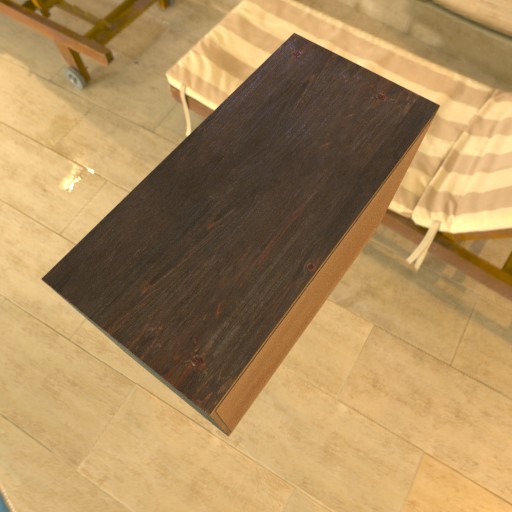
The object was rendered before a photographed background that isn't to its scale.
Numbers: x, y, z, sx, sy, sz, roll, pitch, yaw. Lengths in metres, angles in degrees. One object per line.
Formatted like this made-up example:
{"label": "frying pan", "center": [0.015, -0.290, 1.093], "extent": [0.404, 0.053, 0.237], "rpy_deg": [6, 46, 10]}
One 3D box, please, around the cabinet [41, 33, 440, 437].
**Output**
{"label": "cabinet", "center": [0.000, 0.000, 1.535], "extent": [0.529, 0.897, 1.023], "rpy_deg": [34, 69, 15]}
